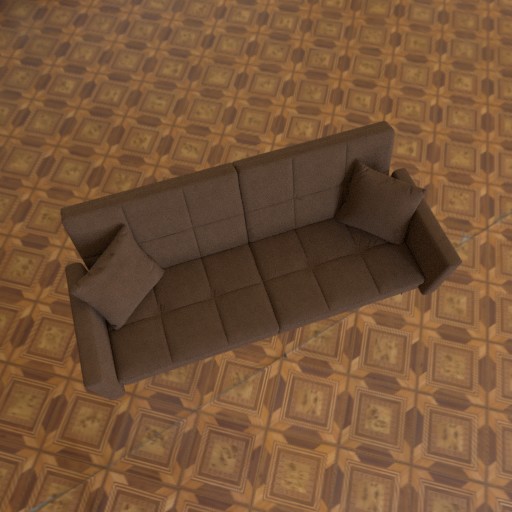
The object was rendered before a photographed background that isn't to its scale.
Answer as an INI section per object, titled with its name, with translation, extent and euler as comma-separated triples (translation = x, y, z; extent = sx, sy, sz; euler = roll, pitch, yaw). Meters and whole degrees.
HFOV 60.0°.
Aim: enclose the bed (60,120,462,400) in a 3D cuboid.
[bed]
translation = 0.000, 0.000, 2.402
extent = 1.905, 0.787, 0.889
euler = -17, 65, -8
